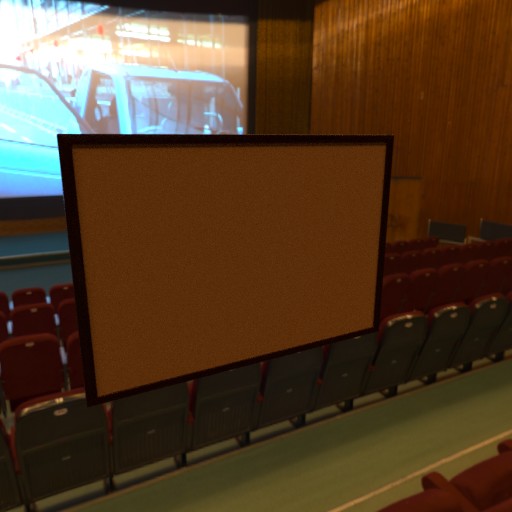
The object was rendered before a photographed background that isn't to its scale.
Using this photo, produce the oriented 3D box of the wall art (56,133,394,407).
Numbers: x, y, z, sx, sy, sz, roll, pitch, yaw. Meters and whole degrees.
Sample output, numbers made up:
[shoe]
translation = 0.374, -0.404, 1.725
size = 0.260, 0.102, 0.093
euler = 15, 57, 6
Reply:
[wall art]
translation = 0.000, 0.000, 1.057
size = 0.816, 0.559, 0.014
euler = -8, 17, -27
